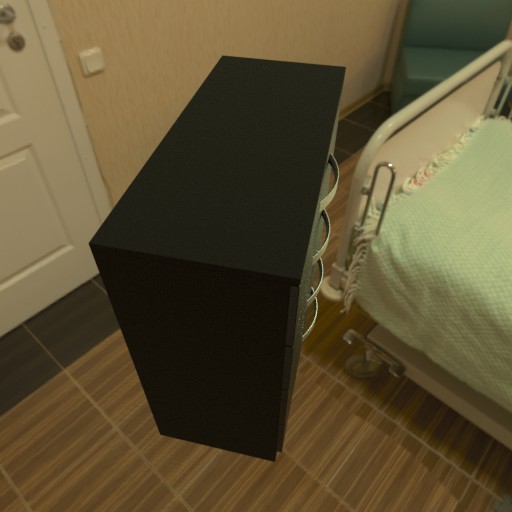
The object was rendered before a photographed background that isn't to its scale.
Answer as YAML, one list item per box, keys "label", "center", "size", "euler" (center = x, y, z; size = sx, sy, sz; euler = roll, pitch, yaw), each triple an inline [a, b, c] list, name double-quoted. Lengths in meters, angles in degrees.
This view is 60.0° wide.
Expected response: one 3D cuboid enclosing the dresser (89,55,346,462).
- label: "dresser"
  center: [0.000, 0.000, 1.170]
  size: [0.360, 0.720, 0.750]
  euler: [9, 46, 9]
